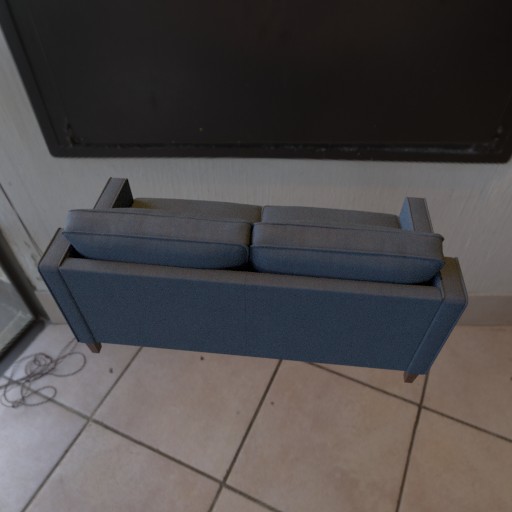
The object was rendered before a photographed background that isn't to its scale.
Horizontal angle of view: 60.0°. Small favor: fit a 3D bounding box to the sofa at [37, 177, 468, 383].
[{"bbox_3d":[0.000,0.000,2.827,2.178,1.071,1.066,4,47,4],"label":"sofa"}]
